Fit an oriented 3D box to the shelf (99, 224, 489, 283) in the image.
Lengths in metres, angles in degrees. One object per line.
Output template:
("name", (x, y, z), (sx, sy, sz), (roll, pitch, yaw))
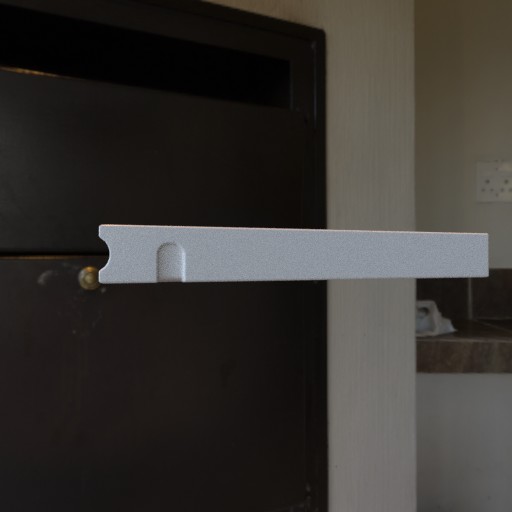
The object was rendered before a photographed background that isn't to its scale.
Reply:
("shelf", (0.000, 0.000, 0.447), (0.296, 0.035, 0.296), (0, 0, -19))
